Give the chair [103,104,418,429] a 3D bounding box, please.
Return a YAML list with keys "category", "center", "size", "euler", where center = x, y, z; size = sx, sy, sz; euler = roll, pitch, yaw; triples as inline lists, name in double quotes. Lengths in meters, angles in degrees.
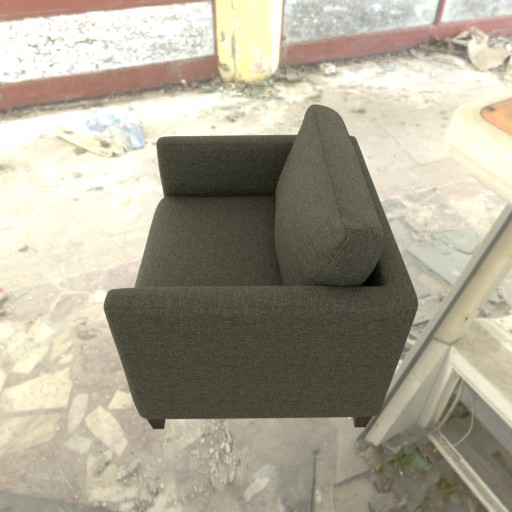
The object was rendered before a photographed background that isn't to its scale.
- category: "chair"
  center: [0.000, 0.000, 1.846]
  size: [0.959, 0.963, 1.107]
  euler: [0, 42, -1]
